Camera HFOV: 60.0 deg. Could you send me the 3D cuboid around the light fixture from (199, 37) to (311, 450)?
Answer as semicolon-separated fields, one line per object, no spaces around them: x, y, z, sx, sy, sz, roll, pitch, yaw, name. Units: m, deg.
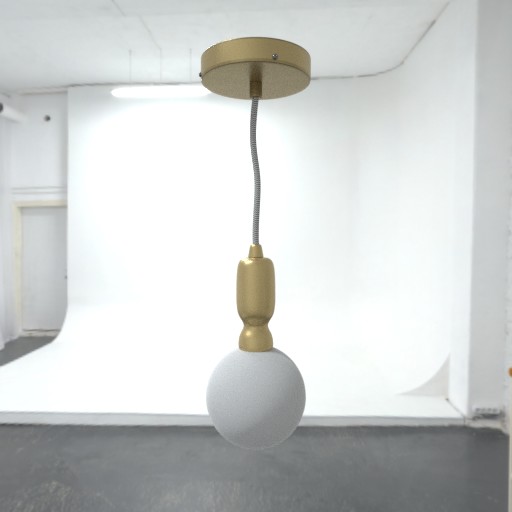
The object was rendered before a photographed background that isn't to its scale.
0.000;0.000;0.589;0.147;0.510;0.146;-1;2;-18;light fixture
